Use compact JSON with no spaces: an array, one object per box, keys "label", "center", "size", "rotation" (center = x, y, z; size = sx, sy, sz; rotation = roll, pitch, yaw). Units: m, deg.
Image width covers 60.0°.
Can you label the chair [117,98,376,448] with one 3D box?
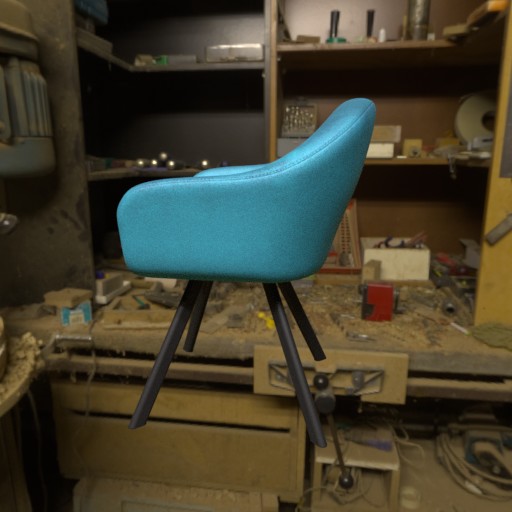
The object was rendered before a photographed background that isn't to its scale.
[{"label":"chair","center":[0.000,0.000,1.172],"size":[0.570,0.780,0.540],"rotation":[2,14,8]}]
